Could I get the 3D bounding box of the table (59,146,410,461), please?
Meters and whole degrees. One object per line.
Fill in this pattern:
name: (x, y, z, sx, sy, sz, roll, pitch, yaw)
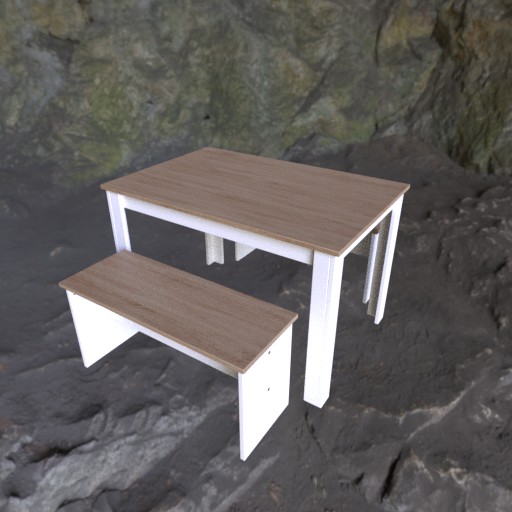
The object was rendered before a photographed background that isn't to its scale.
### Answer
table: (0.000, 0.000, 2.058, 1.100, 0.700, 1.443, 18, 33, 29)
